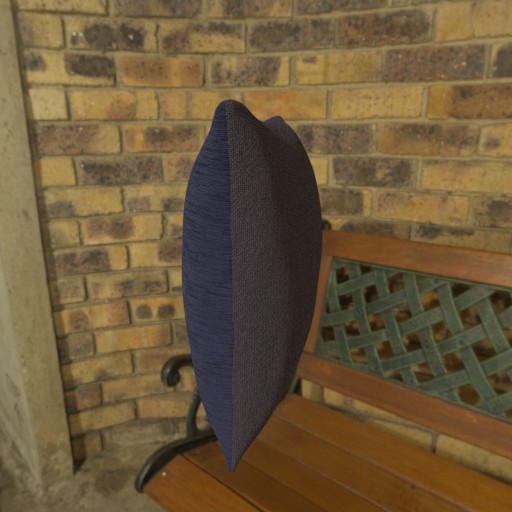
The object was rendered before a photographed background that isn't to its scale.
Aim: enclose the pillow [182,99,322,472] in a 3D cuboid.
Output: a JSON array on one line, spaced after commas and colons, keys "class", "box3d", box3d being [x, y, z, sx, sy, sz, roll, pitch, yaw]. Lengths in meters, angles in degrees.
[{"class": "pillow", "box3d": [0.000, 0.000, 0.696, 0.204, 0.439, 0.452, 2, 15, 9]}]
